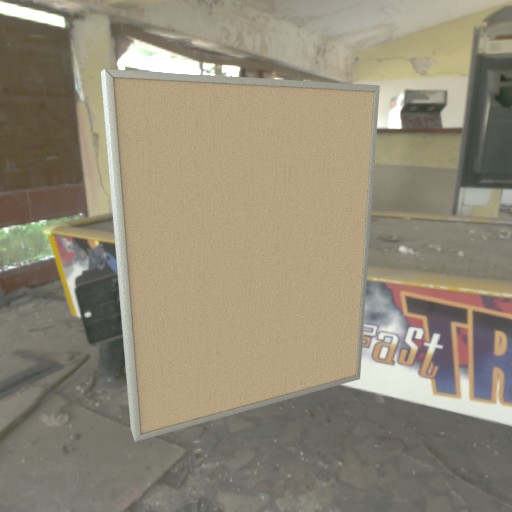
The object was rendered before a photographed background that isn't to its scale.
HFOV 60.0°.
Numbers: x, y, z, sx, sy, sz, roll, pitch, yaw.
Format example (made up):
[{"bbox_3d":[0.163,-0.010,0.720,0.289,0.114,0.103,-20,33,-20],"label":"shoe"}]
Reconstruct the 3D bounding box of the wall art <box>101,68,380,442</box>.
[{"bbox_3d":[0.000,0.000,0.743,0.445,0.553,0.039,-7,16,-24],"label":"wall art"}]
